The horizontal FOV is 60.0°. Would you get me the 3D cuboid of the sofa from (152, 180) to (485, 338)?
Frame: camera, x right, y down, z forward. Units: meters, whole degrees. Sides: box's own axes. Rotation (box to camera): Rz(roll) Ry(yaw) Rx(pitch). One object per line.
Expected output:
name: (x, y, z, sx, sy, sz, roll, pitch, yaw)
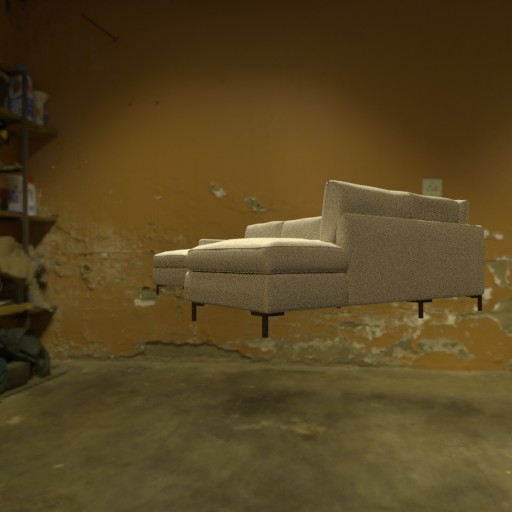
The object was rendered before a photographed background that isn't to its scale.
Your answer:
sofa: (0.000, 0.000, 3.513, 1.879, 0.756, 2.737, 1, -1, -36)
